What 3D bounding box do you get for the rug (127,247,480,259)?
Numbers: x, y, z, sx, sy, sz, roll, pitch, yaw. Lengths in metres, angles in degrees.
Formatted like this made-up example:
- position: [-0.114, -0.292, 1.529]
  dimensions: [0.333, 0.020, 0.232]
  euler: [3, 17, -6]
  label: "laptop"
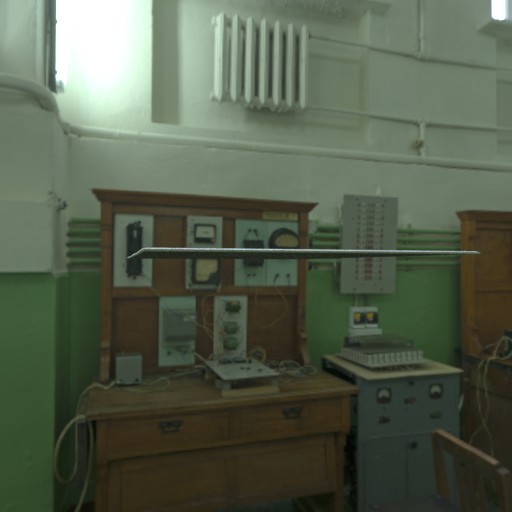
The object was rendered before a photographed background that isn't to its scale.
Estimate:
- position: [0.000, 0.000, 2.962]
  dimensions: [1.598, 0.014, 2.202]
  euler: [0, -1, -18]
  label: "rug"
